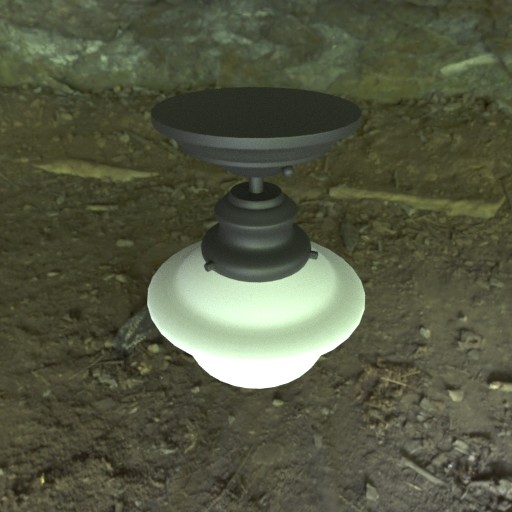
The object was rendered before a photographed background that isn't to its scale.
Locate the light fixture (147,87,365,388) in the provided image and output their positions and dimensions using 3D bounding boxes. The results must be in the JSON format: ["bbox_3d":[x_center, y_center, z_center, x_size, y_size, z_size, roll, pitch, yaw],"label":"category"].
[{"bbox_3d":[0.000,0.000,0.389,0.197,0.254,0.197,0,31,0],"label":"light fixture"}]
